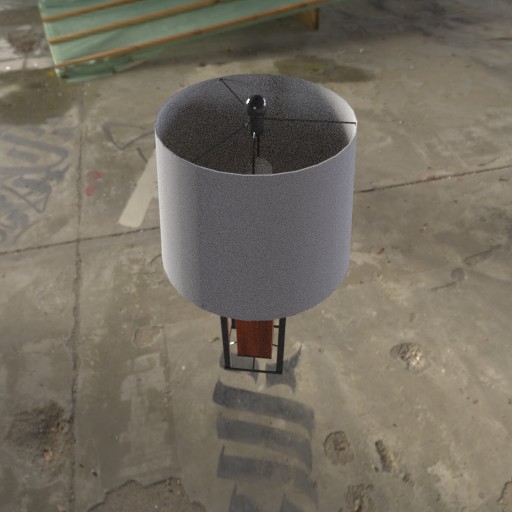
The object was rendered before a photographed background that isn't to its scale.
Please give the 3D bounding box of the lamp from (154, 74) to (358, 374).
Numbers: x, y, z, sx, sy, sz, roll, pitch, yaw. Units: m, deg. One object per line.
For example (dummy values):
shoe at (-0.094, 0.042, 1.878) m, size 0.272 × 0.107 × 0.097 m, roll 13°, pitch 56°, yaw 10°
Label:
lamp at (0.000, 0.000, 0.781) m, size 0.320 × 0.591 × 0.320 m, roll 0°, pitch 46°, yaw 0°
